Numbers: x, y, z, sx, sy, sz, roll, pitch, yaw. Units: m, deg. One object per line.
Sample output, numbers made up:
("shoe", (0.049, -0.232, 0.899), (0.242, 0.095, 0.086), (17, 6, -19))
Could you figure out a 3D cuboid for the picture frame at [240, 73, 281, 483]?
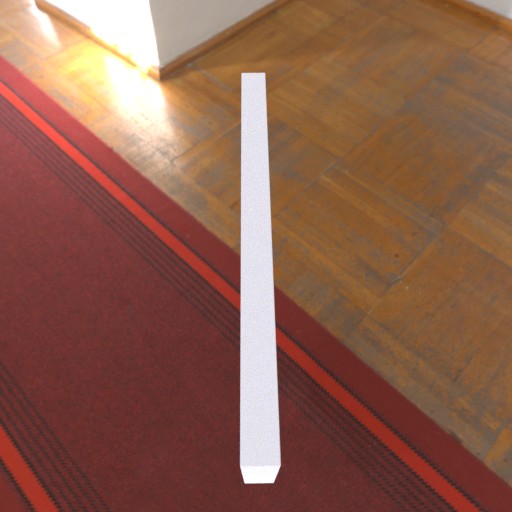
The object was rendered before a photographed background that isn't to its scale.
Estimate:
("picture frame", (0.000, 0.000, 0.850), (0.050, 0.250, 0.759), (-1, 59, 0))
